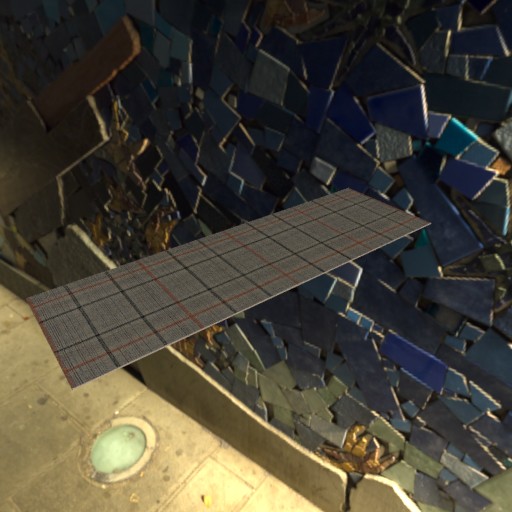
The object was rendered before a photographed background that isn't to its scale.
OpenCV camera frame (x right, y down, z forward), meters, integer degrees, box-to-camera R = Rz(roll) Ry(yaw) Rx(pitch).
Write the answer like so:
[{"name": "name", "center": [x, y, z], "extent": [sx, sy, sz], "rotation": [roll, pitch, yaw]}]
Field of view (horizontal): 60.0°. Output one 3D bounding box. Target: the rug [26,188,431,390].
[{"name": "rug", "center": [0.000, 0.000, 2.683], "extent": [2.439, 0.008, 0.762], "rotation": [-21, 38, -31]}]
